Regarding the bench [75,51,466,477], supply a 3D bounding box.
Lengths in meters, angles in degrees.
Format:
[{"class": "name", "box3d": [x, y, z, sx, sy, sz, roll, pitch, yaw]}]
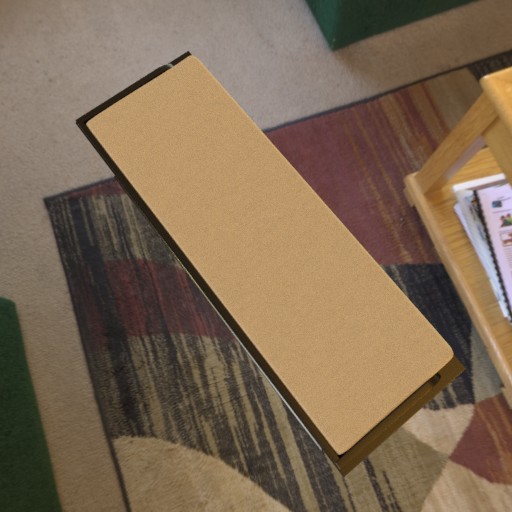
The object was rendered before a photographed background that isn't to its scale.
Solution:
[{"class": "bench", "box3d": [0.000, 0.000, 1.384, 0.402, 0.501, 1.185, -37, 78, -9]}]
